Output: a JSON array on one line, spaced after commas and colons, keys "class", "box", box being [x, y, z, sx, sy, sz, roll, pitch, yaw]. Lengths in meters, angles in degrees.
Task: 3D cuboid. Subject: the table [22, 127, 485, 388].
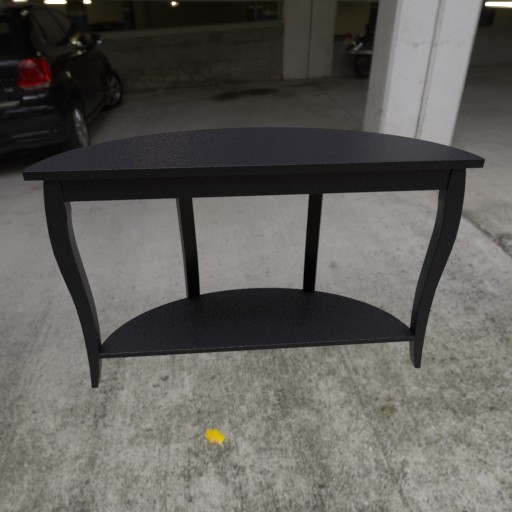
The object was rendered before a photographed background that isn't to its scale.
[{"class": "table", "box": [0.000, 0.000, 1.528, 1.219, 0.780, 0.394, -2, 30, -4]}]
